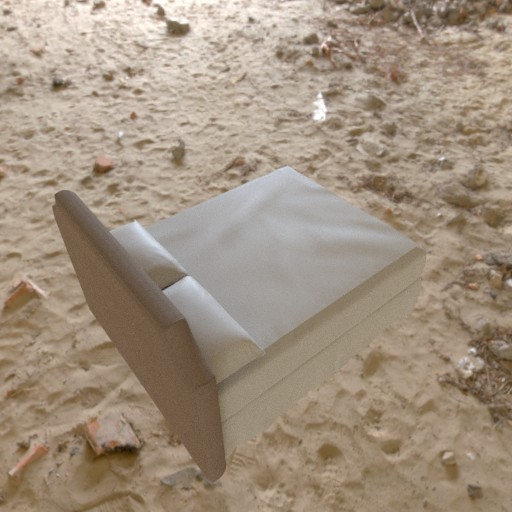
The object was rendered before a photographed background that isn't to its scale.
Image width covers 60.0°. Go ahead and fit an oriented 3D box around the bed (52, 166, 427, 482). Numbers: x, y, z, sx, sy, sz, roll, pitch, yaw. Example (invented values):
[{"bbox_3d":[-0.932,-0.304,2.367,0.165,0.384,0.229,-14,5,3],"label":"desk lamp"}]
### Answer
[{"bbox_3d":[0.000,0.000,3.290,2.164,1.303,1.828,-28,50,-28],"label":"bed"}]
